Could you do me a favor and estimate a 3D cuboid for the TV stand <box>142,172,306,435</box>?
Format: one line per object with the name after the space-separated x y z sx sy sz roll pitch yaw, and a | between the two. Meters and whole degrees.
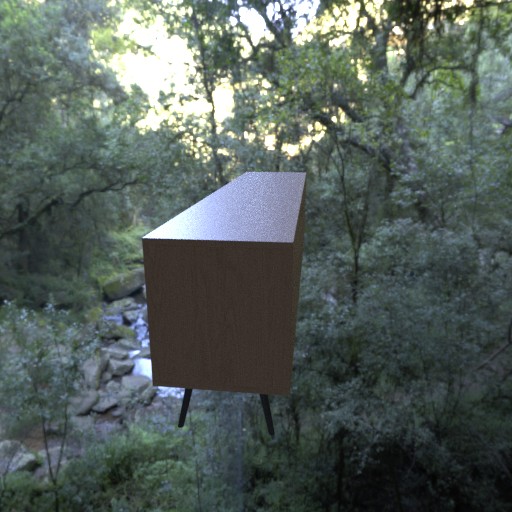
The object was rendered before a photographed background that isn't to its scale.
0.000 0.000 1.984 0.400 0.580 1.760 2 16 7 | TV stand
